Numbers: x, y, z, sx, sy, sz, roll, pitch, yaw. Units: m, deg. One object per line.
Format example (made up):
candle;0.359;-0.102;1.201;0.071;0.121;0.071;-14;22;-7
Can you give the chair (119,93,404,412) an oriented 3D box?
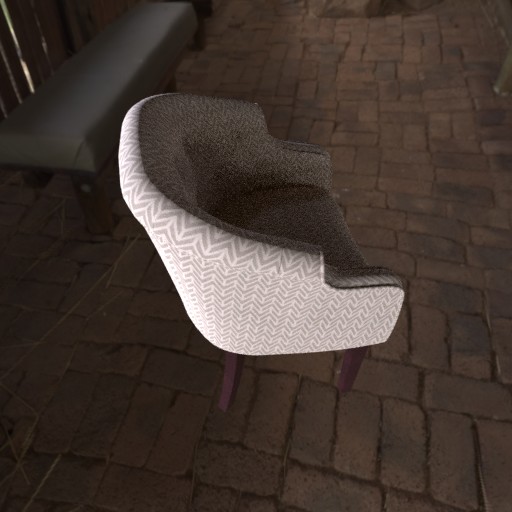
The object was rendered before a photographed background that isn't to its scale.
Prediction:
chair;0.000;0.000;1.285;0.613;0.858;0.686;-8;47;-8
